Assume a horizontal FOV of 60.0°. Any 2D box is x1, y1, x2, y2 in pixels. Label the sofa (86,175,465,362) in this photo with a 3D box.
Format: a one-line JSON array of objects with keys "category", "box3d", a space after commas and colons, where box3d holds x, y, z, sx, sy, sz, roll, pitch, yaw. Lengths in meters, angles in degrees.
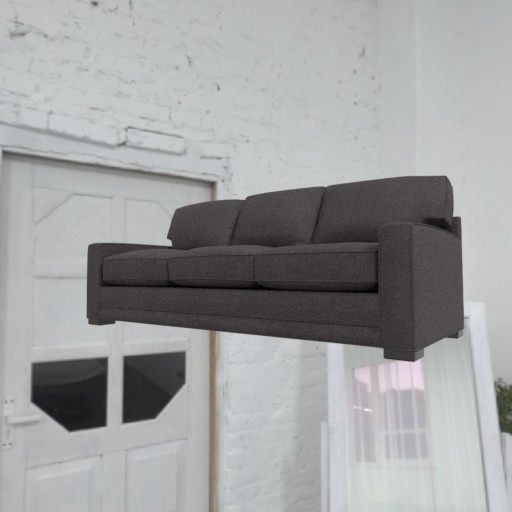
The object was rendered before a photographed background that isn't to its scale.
[{"category": "sofa", "box3d": [0.000, 0.000, 2.956, 2.369, 0.978, 1.004, -2, -3, 36]}]
